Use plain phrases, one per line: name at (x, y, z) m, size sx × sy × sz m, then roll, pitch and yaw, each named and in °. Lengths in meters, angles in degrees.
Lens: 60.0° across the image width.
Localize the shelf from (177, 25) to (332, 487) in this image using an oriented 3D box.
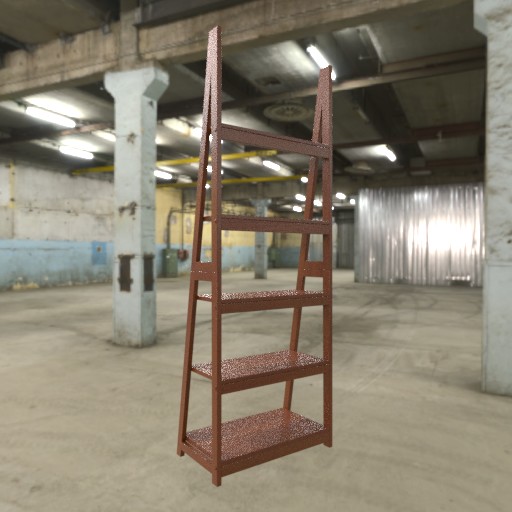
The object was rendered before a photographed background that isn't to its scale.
shelf at (0.000, 0.000, 2.034) m, size 0.630 × 1.780 × 0.356 m, roll 0°, pitch 0°, yaw -36°
